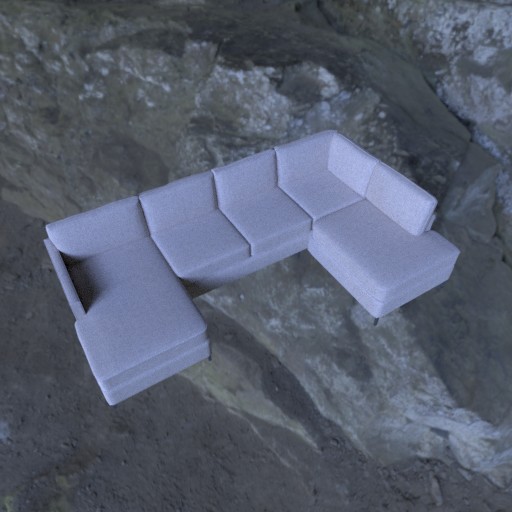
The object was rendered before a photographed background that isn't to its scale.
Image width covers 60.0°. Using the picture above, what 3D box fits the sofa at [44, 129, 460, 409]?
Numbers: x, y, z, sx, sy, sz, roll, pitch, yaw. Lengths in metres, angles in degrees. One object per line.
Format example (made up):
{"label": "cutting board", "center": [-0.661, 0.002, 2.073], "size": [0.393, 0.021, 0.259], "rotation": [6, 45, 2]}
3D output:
{"label": "sofa", "center": [0.000, 0.000, 4.243], "size": [3.423, 0.996, 2.021], "rotation": [-24, 50, -22]}
